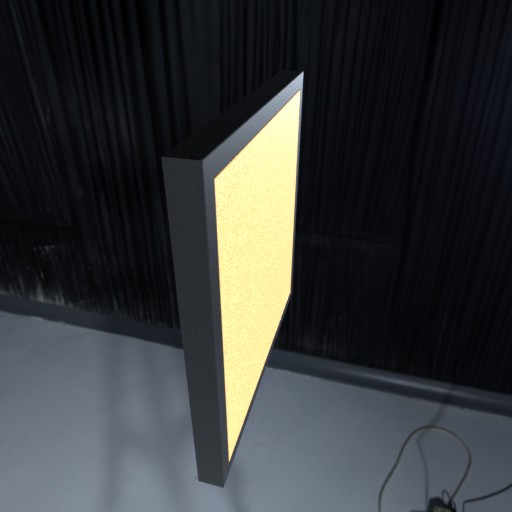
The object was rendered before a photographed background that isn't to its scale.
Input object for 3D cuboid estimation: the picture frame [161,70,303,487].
[{"bbox_3d":[0.000,0.000,0.519,0.029,0.353,0.355,8,32,13],"label":"picture frame"}]
